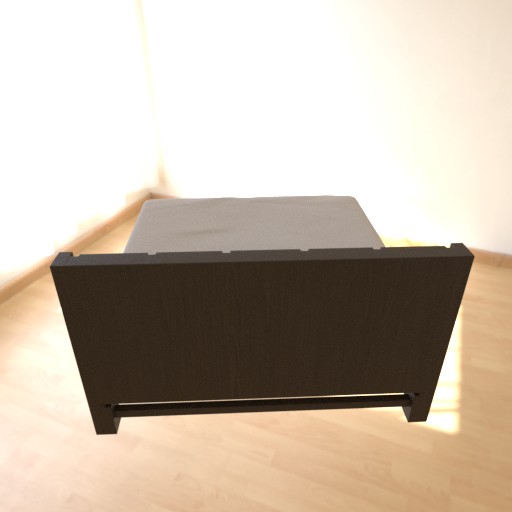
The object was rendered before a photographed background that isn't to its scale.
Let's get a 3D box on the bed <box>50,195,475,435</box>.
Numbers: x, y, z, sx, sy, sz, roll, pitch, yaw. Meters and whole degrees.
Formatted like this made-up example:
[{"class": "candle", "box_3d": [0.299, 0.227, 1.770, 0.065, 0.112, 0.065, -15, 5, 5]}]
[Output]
[{"class": "bed", "box_3d": [0.000, 0.000, 3.498, 2.143, 1.261, 2.238, -1, 31, -2]}]
